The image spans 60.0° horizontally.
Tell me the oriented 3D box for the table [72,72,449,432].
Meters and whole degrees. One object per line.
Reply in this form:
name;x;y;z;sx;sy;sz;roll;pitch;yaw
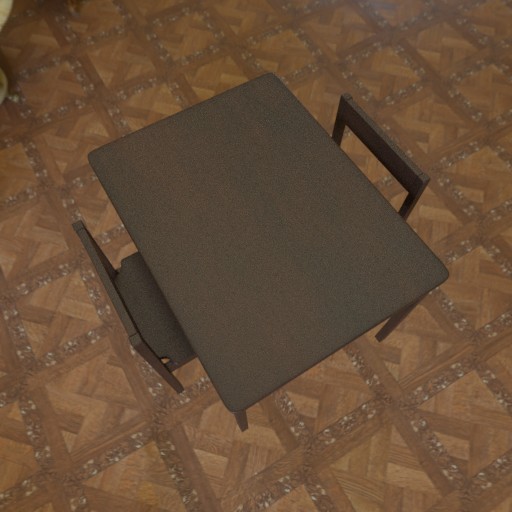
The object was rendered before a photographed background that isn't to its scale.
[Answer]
table;0.000;0.000;1.111;0.672;0.503;0.650;-29;67;-13
